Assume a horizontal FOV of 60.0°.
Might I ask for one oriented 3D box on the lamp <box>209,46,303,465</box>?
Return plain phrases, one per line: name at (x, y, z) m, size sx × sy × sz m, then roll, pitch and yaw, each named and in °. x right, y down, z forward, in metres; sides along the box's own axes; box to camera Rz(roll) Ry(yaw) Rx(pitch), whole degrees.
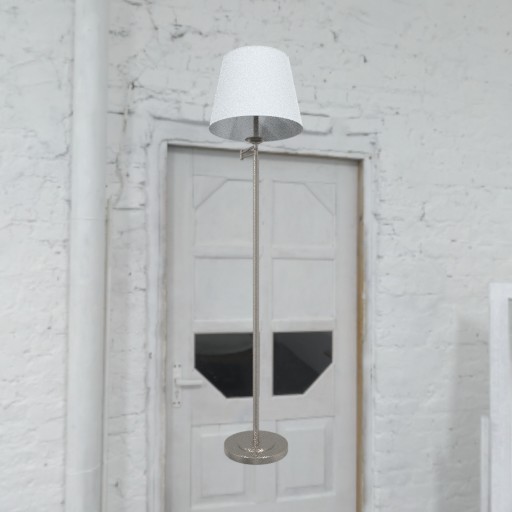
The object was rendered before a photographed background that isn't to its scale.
lamp at (0.000, 0.000, 1.681) m, size 0.355 × 1.473 × 0.355 m, roll 0°, pitch 0°, yaw 0°
